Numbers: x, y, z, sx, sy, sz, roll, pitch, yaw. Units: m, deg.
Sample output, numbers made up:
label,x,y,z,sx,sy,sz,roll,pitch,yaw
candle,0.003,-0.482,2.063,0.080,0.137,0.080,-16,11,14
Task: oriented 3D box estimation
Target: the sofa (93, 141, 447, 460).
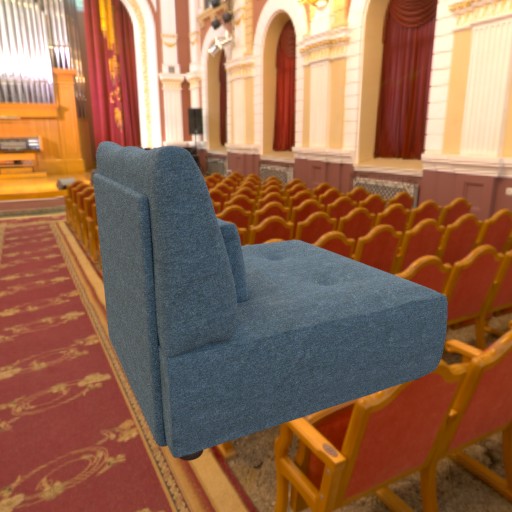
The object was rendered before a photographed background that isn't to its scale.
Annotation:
label,x,y,z,sx,sy,sz,roll,pitch,yaw
sofa,0.000,0.000,1.645,1.000,0.820,0.930,-8,17,-26
